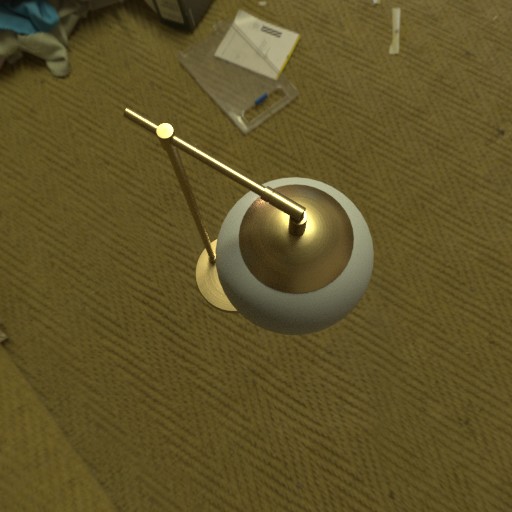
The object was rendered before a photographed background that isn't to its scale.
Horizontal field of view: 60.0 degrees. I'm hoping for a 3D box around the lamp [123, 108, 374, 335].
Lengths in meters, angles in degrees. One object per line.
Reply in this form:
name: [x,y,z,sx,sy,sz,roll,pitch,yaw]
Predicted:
lamp: [0.000,0.000,0.708,0.324,0.559,0.207,31,77,8]
